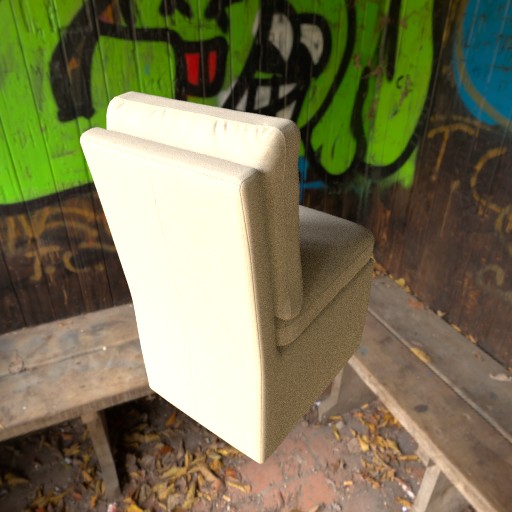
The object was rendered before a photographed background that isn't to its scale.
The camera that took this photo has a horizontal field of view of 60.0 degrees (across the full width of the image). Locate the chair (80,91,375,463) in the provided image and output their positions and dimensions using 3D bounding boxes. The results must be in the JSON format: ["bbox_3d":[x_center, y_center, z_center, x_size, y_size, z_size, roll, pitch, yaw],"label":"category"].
[{"bbox_3d":[0.000,0.000,1.299,0.503,0.927,0.698,21,37,31],"label":"chair"}]
